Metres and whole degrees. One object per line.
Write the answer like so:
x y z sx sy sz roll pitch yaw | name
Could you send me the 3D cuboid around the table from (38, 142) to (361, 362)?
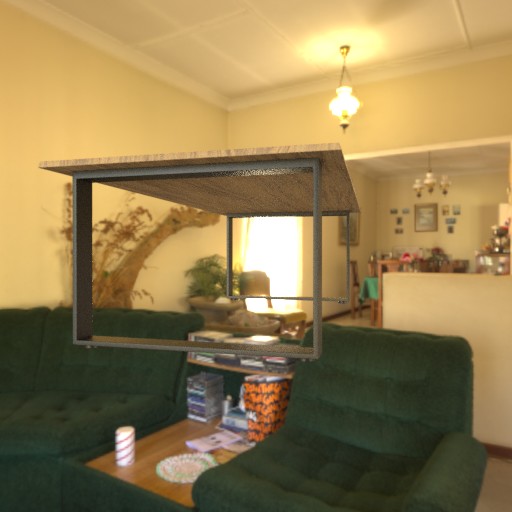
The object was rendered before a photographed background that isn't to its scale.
0.000 0.000 1.583 0.693 0.445 1.331 0 0 15 | table
